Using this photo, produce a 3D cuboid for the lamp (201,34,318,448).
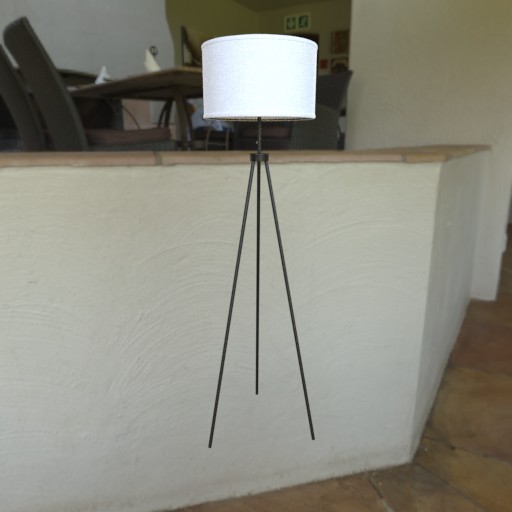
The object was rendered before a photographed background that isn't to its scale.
[{"bbox_3d":[0.000,0.000,1.791,0.448,1.545,0.458,-3,15,-10],"label":"lamp"}]
